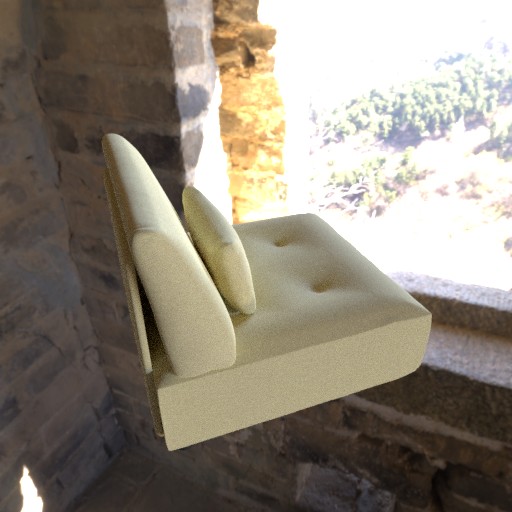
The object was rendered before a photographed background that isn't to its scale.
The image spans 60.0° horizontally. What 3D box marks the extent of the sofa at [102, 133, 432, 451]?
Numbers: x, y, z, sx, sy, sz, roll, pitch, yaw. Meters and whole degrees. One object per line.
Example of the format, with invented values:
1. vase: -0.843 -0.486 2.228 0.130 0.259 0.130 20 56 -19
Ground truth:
1. sofa: 0.000 0.000 1.728 1.000 0.820 0.930 -11 33 -18
